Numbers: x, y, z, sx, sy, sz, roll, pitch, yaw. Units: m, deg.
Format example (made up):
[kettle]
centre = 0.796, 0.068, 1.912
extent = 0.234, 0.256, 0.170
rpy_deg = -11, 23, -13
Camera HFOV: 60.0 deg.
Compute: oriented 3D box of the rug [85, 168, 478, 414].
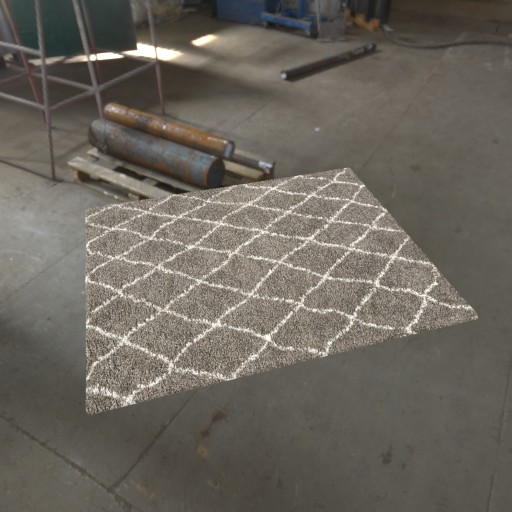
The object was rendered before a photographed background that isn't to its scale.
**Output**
[rug]
centre = 0.000, 0.000, 4.126
extent = 3.047, 0.029, 2.438
rpy_deg = -11, 43, -12
